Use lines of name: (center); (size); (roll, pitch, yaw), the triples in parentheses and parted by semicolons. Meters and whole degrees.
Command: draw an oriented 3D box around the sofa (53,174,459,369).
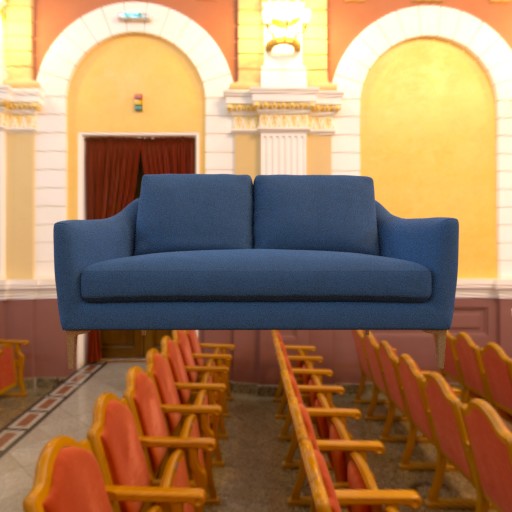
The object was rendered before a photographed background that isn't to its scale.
sofa: (0.000, 0.000, 2.213); (1.619, 0.902, 0.960); (0, 1, 0)
